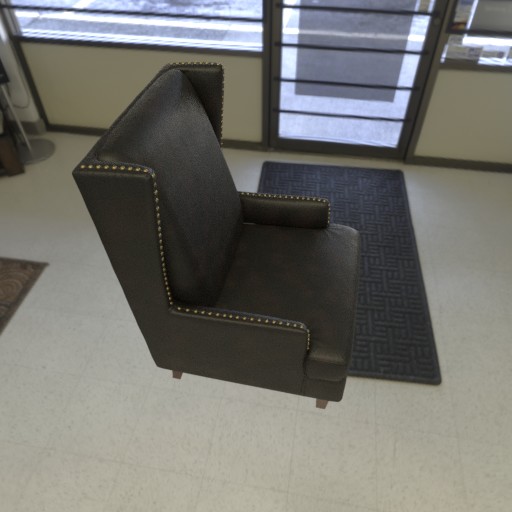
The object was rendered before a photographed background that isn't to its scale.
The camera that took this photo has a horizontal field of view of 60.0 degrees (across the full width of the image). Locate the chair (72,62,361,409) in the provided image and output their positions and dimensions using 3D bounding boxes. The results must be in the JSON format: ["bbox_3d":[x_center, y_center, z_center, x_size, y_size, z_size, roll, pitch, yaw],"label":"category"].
[{"bbox_3d":[0.000,0.000,1.658,0.799,1.142,0.703,9,46,9],"label":"chair"}]
